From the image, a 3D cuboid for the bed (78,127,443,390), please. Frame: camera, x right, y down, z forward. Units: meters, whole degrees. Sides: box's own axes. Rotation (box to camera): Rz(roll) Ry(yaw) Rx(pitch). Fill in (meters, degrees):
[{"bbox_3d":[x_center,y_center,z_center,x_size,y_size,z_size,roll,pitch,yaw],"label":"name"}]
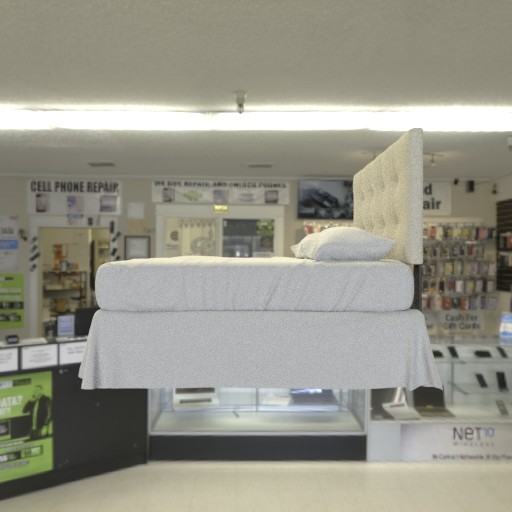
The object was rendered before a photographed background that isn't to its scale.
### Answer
[{"bbox_3d":[0.000,0.000,3.495,2.222,1.577,1.936,0,0,1],"label":"bed"}]
